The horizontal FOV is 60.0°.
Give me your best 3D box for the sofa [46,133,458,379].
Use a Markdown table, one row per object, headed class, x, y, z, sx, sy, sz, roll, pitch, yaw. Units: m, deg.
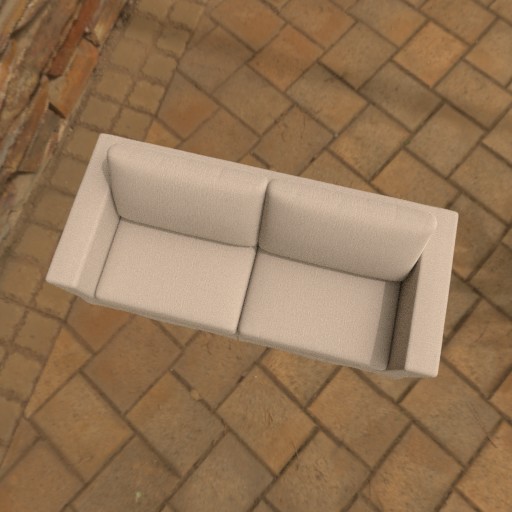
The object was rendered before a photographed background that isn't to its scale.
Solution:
| class | x | y | z | sx | sy | sz | roll | pitch | yaw |
| --- | --- | --- | --- | --- | --- | --- | --- | --- | --- |
| sofa | 0.000 | 0.000 | 2.647 | 2.163 | 0.881 | 0.954 | 13 | 75 | 4 |
